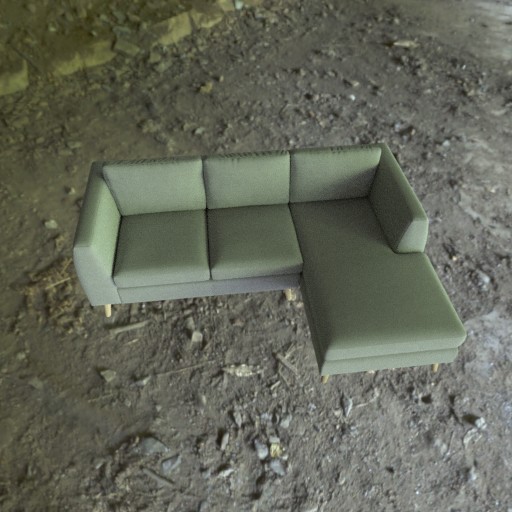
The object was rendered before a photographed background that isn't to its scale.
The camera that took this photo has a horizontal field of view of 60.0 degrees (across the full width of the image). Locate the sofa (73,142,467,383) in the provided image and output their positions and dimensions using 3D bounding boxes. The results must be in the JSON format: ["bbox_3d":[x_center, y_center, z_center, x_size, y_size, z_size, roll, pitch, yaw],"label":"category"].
[{"bbox_3d":[0.000,0.000,2.993,2.300,0.860,1.580,-5,47,-4],"label":"sofa"}]
